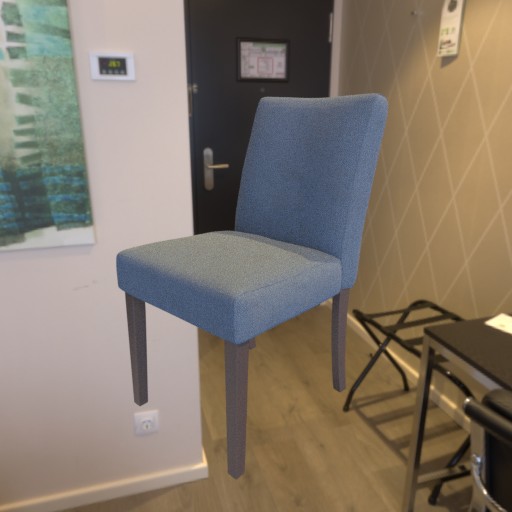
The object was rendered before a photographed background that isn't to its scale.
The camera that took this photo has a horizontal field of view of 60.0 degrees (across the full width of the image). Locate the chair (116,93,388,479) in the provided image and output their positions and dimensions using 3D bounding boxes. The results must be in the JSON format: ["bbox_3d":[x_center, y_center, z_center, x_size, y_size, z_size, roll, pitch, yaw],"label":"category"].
[{"bbox_3d":[0.000,0.000,1.267,0.487,0.882,0.629,16,23,41],"label":"chair"}]
